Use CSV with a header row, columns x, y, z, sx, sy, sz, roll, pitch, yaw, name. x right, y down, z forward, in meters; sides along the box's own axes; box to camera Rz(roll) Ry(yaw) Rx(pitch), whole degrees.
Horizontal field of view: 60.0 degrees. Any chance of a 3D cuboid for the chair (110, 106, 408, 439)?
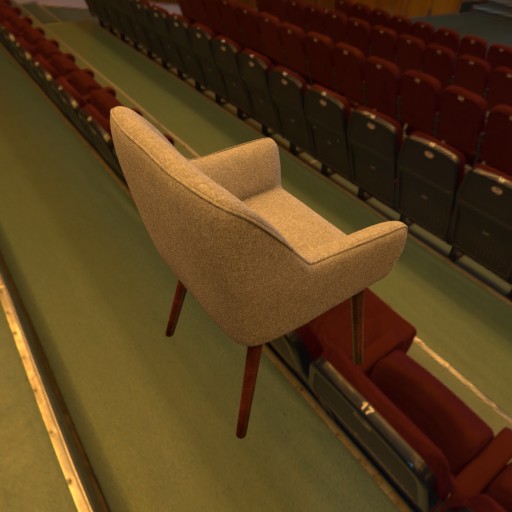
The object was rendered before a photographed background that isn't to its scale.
x,y,z,sx,sy,sz,roll,pitch,yaw,name
0.000,0.000,1.180,0.519,0.803,0.543,-26,48,-26,chair
